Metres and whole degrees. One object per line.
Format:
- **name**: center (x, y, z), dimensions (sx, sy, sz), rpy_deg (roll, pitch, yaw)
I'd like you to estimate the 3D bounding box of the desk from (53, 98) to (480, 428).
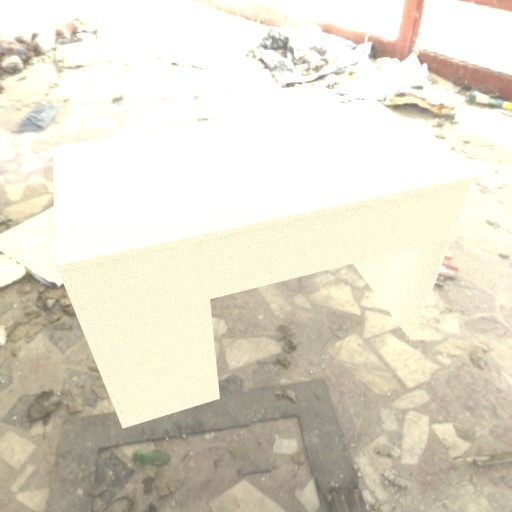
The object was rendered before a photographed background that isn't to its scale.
- **desk**: center (0.000, 0.000, 1.514), dimensions (1.097, 0.735, 0.560), rpy_deg (-13, 43, -14)
